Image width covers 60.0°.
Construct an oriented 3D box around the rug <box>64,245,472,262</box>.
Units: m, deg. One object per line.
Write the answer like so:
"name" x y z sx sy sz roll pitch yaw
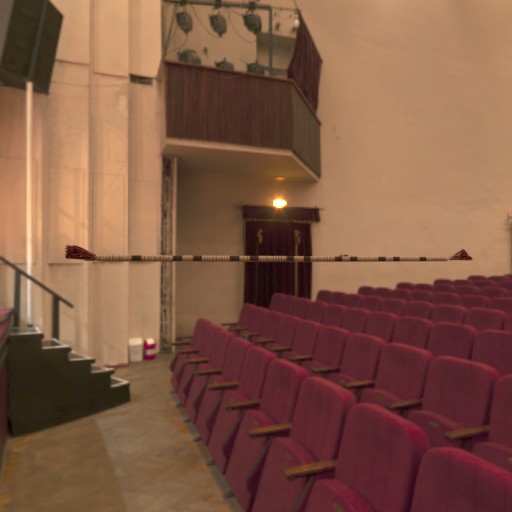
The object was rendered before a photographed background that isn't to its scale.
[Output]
"rug" 0.000 0.000 2.719 2.069 0.067 1.444 0 -1 -19
